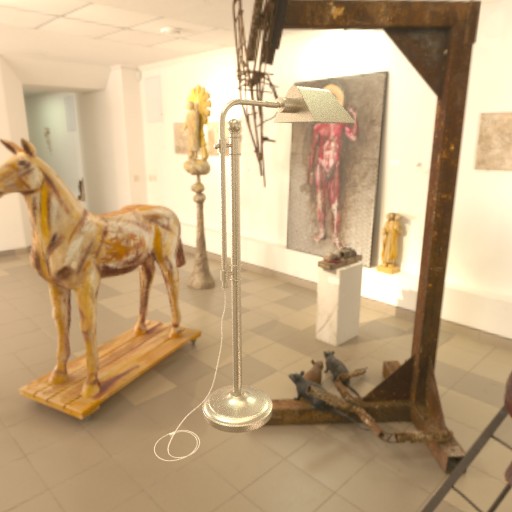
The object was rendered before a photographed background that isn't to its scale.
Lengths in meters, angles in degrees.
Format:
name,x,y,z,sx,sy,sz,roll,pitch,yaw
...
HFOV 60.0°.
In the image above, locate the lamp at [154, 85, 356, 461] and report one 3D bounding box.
name,x,y,z,sx,sy,sz,roll,pitch,yaw
lamp,0.000,0.000,0.958,0.546,0.708,0.159,-15,21,-43
